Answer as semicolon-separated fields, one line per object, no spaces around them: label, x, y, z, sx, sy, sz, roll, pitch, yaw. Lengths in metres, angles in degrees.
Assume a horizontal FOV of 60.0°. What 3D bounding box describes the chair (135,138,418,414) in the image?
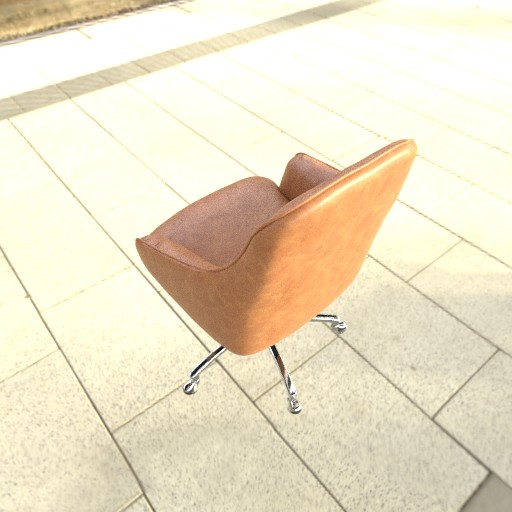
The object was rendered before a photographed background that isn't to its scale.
chair;0.000;0.000;1.293;0.628;0.909;0.615;-32;54;-27
